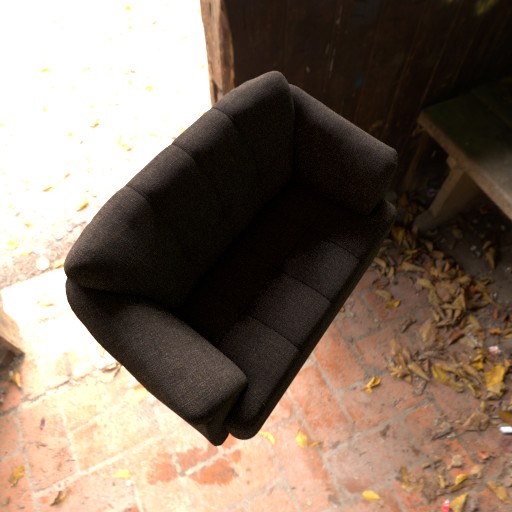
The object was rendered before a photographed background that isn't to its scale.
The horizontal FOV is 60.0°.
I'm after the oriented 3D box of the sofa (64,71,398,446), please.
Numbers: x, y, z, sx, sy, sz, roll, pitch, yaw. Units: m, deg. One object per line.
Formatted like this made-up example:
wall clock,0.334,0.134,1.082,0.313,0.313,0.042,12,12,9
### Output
sofa,0.000,0.000,1.897,0.799,0.895,1.404,31,64,17
